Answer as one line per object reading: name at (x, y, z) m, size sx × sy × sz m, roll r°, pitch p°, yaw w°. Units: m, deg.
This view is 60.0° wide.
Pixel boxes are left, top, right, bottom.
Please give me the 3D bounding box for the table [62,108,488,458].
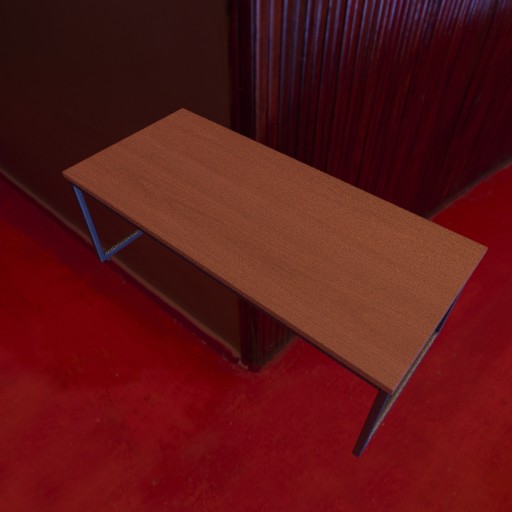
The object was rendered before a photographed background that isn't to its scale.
table at (0.000, 0.000, 1.366) m, size 1.100 × 0.400 × 0.500 m, roll 31°, pitch 54°, yaw 26°
